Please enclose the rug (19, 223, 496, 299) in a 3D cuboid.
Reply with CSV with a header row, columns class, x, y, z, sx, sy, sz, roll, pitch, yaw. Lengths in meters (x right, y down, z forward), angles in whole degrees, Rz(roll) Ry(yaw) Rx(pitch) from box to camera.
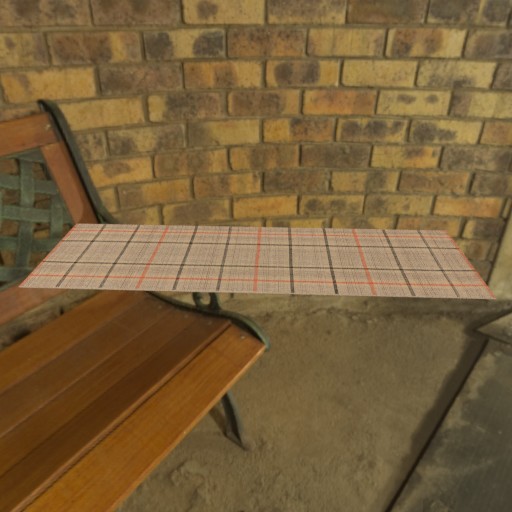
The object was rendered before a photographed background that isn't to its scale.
class,x,y,z,sx,sy,sz,roll,pitch,yaw
rug,0.000,0.000,2.593,2.439,0.008,0.762,1,30,2
